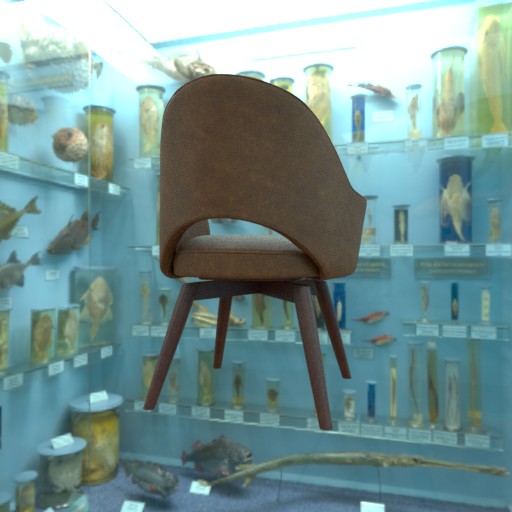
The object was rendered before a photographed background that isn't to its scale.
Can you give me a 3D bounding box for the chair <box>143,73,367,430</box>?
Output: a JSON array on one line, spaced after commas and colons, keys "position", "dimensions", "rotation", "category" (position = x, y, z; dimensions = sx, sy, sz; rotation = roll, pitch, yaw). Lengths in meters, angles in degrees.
[{"position": [0.000, 0.000, 1.254], "dimensions": [0.591, 0.777, 0.640], "rotation": [0, -1, 17], "category": "chair"}]
